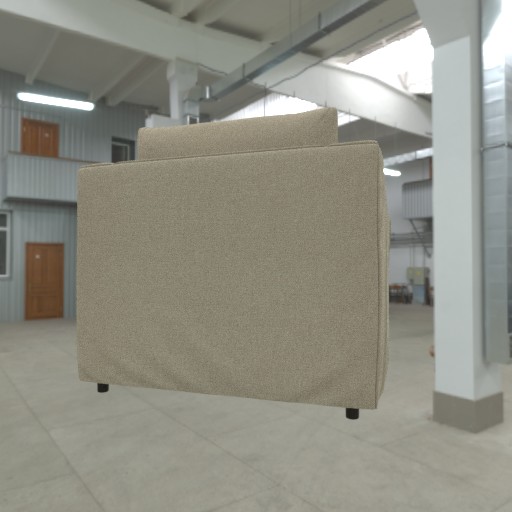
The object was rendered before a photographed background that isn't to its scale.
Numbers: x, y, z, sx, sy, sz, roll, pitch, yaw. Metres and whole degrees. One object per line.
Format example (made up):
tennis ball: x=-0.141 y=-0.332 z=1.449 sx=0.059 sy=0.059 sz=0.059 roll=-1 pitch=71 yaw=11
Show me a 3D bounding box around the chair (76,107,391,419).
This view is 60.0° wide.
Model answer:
chair: x=0.000 y=0.000 z=2.069 sx=1.194 sy=1.093 sz=1.071 roll=0 pitch=-1 yaw=18
